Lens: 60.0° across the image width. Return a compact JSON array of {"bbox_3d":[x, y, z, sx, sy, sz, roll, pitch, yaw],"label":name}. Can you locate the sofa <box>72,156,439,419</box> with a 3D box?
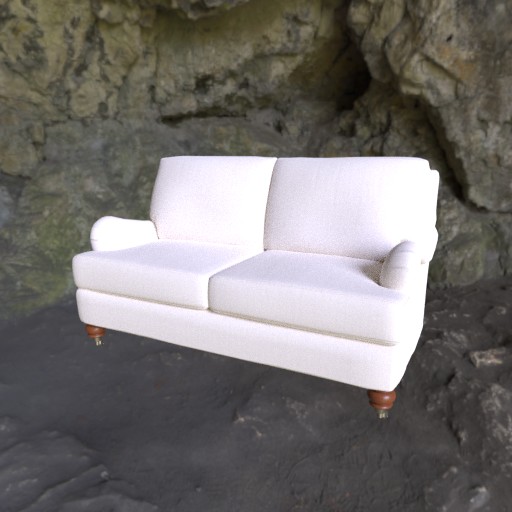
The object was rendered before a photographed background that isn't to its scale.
[{"bbox_3d":[0.000,0.000,2.521,1.853,1.101,1.084,6,15,26],"label":"sofa"}]
